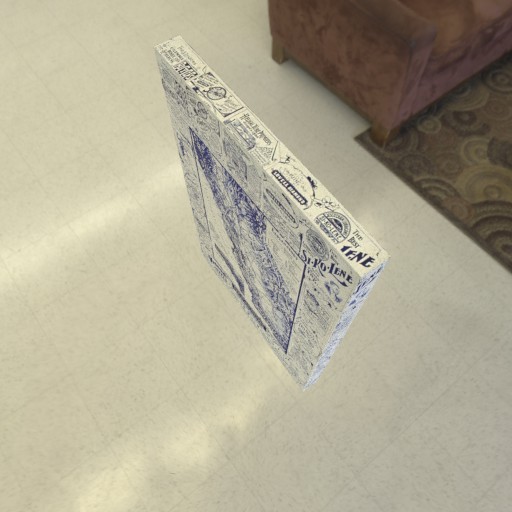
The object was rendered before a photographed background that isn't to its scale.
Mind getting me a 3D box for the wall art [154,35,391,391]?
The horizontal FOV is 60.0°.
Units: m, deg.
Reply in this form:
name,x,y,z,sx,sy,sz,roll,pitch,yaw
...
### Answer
name,x,y,z,sx,sy,sz,roll,pitch,yaw
wall art,0.000,0.000,0.777,0.040,0.601,0.408,-32,67,-15
